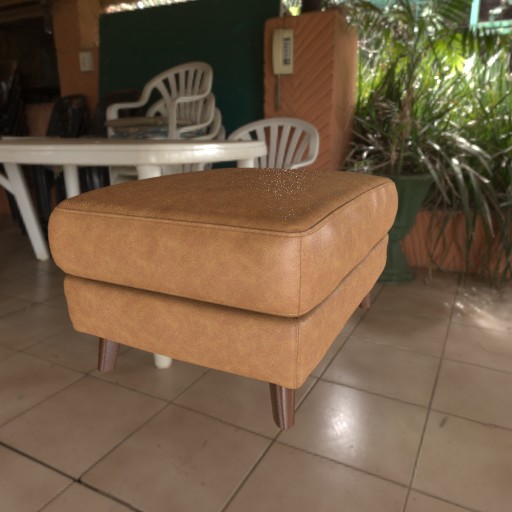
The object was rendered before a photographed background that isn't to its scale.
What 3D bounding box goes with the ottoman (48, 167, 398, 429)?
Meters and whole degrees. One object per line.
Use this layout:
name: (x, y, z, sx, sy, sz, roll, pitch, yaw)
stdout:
ottoman: (0.000, 0.000, 1.218, 0.630, 0.461, 0.869, 8, 18, 25)
